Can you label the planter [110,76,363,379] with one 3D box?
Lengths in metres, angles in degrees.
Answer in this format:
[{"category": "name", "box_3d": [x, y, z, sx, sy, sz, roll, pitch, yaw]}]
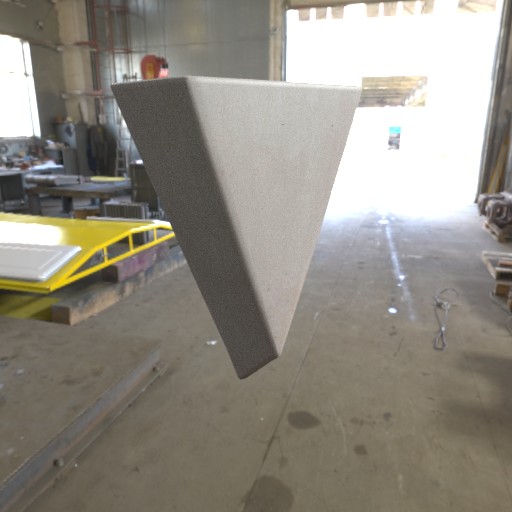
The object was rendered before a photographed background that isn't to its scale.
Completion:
[{"category": "planter", "box_3d": [0.000, 0.000, 0.275, 0.150, 0.197, 0.060, -8, 18, -27]}]
